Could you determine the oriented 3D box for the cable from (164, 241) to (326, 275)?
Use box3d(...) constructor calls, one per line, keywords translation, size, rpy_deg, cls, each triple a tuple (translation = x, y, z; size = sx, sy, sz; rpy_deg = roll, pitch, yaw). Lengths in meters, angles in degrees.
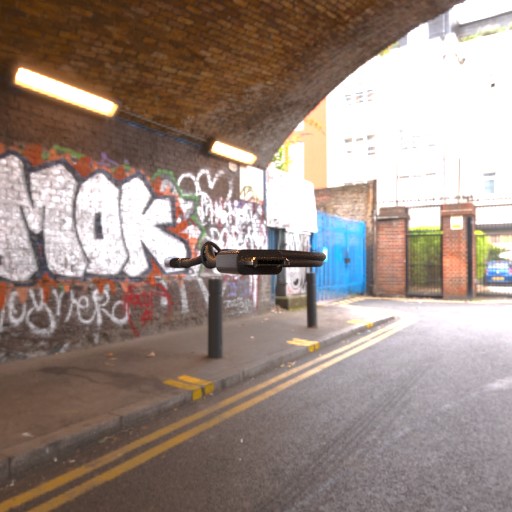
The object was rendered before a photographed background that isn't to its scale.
box3d(translation=(0.000, 0.000, 0.218), size=(0.070, 0.014, 0.192), rpy_deg=(0, -1, -18), cls="cable")
